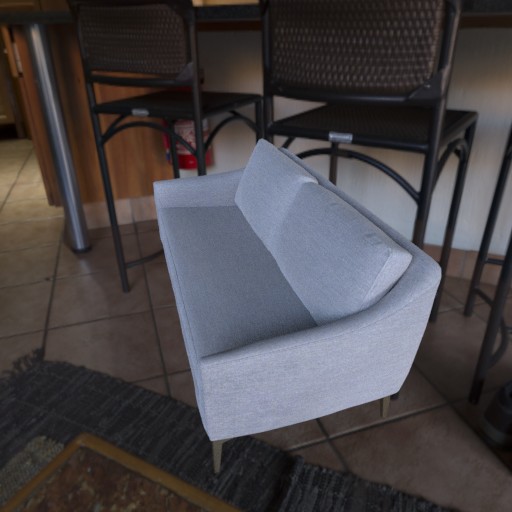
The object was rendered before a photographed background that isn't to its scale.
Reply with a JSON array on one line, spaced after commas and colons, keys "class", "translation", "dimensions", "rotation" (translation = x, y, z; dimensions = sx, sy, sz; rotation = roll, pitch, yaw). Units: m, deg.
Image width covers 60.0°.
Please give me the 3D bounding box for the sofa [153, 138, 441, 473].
[{"class": "sofa", "translation": [0.000, 0.000, 2.545], "dimensions": [0.980, 0.913, 2.036], "rotation": [-8, 29, -14]}]
